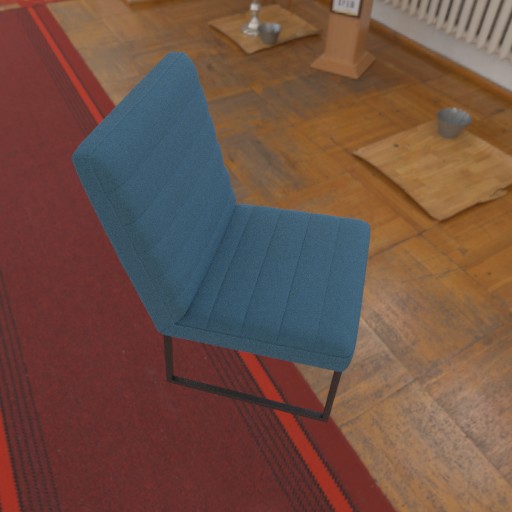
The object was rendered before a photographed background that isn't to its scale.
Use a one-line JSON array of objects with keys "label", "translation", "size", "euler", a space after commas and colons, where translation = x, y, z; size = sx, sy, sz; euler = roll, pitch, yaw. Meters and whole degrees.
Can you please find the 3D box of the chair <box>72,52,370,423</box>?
[{"label": "chair", "translation": [0.000, 0.000, 1.290], "size": [0.634, 0.930, 0.520], "euler": [11, 48, 10]}]
